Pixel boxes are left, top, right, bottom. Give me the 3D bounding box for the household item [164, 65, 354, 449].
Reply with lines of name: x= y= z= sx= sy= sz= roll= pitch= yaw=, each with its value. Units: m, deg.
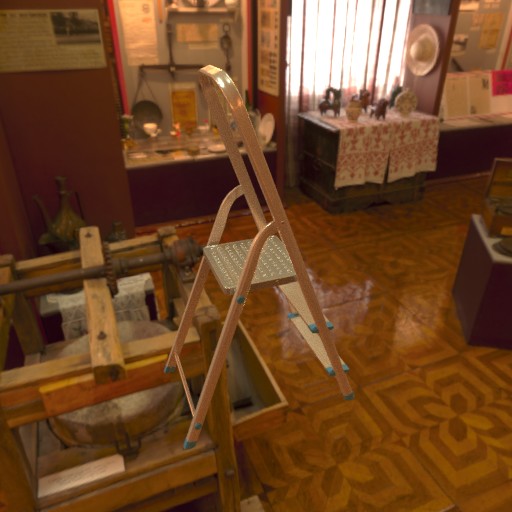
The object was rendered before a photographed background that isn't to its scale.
household item: x=0.000 y=0.000 z=1.531 sx=0.687 sy=1.215 sz=0.420 roll=-10 pitch=31 yaw=-17
